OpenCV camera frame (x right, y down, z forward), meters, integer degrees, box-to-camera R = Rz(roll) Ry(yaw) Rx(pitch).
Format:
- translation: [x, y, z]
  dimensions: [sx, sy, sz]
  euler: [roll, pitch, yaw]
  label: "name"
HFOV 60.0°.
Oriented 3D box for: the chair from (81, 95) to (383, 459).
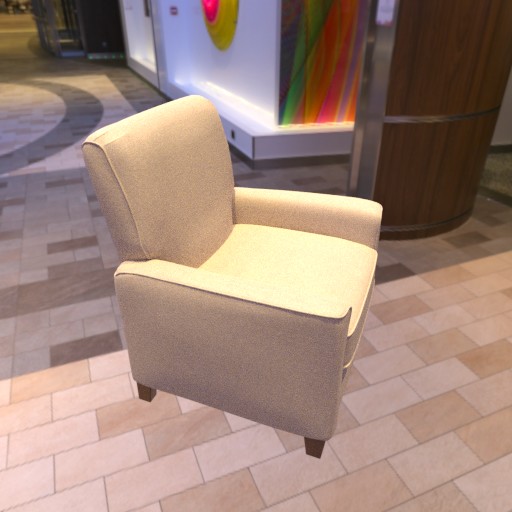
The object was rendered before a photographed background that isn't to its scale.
- translation: [0.000, 0.000, 1.652]
  dimensions: [0.858, 1.023, 0.841]
  euler: [11, 32, 18]
  label: "chair"
